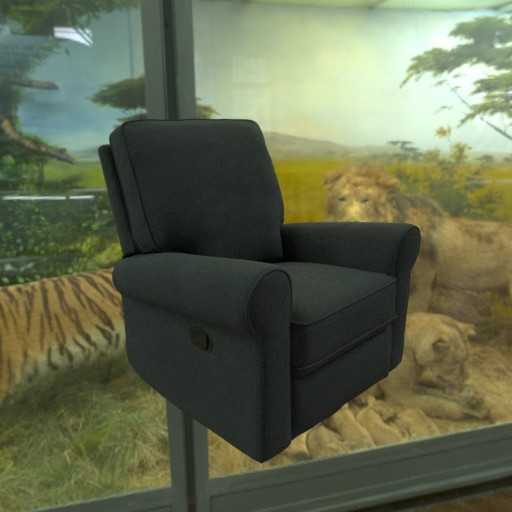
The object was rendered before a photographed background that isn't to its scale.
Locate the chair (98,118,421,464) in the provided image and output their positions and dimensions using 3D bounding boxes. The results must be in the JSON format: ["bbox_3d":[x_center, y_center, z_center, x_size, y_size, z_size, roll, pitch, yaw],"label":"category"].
[{"bbox_3d":[0.000,0.000,1.606,0.890,0.961,0.878,-15,22,-43],"label":"chair"}]
